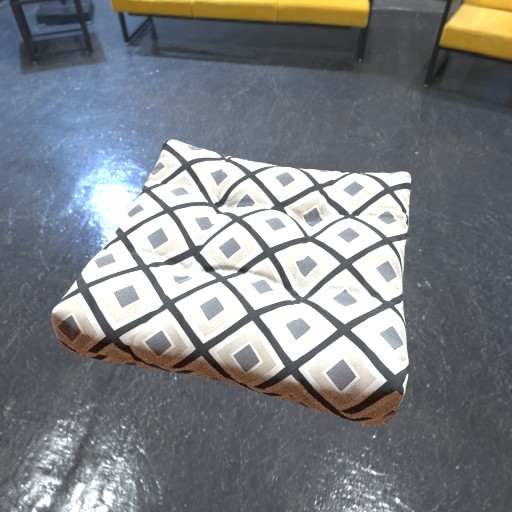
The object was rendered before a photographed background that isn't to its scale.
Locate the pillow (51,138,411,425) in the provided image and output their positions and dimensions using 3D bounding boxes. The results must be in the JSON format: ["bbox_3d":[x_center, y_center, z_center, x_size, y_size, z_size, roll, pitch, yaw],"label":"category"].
[{"bbox_3d":[0.000,0.000,0.738,0.490,0.128,0.468,10,48,9],"label":"pillow"}]
